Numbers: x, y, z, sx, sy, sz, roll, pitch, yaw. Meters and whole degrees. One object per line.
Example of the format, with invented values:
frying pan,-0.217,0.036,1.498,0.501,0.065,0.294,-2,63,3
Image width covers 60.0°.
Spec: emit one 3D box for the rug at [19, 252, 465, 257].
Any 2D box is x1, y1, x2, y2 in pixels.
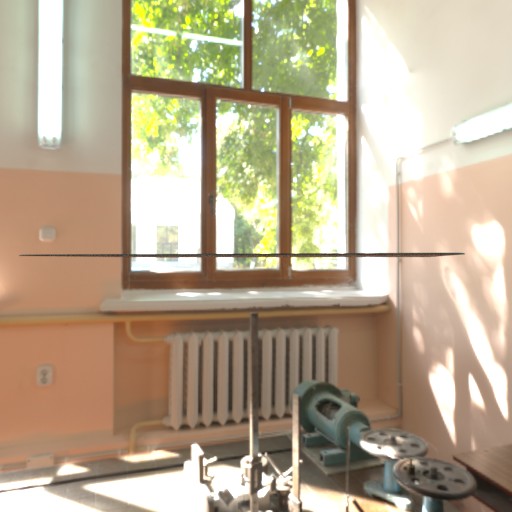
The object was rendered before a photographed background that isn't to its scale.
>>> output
rug,0.000,0.000,4.214,3.291,0.013,2.337,0,-1,17
